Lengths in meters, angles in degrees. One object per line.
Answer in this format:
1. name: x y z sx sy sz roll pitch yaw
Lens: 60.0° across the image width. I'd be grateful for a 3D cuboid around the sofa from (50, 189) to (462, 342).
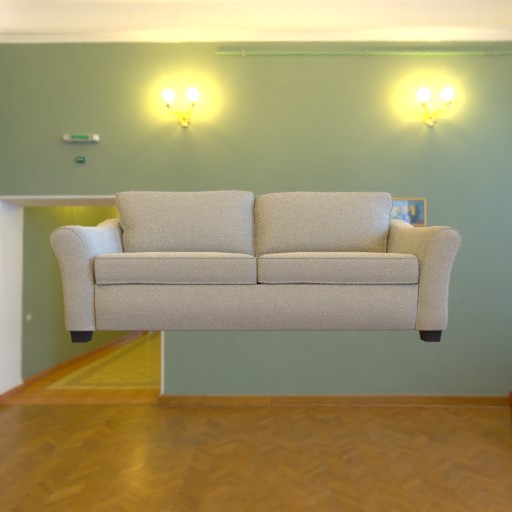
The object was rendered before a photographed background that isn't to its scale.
1. sofa: 0.000 0.000 2.834 2.270 0.965 0.980 0 -2 -1
